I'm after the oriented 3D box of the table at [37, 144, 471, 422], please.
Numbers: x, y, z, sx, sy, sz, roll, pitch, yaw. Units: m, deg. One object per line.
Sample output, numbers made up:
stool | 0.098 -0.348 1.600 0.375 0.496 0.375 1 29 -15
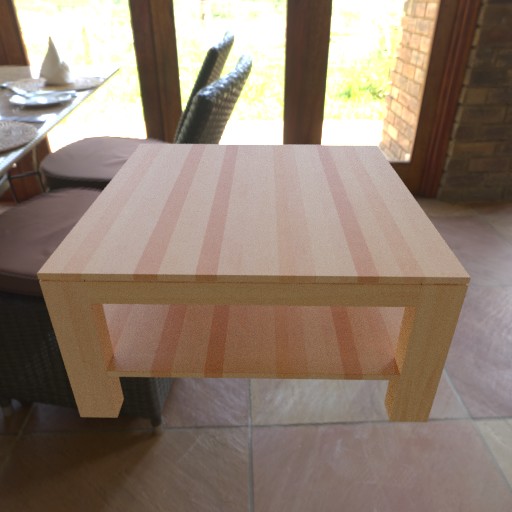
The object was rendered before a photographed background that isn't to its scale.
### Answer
table | 0.000 0.000 1.419 0.900 0.450 0.900 1 31 1
